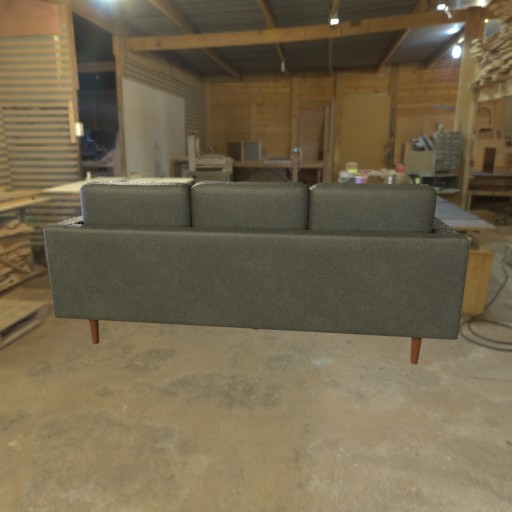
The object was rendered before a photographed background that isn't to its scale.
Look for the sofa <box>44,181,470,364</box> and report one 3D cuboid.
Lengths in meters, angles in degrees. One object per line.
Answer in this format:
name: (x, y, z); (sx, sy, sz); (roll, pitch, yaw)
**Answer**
sofa: (0.000, 0.000, 2.559); (2.029, 0.899, 0.879); (2, 15, 7)
